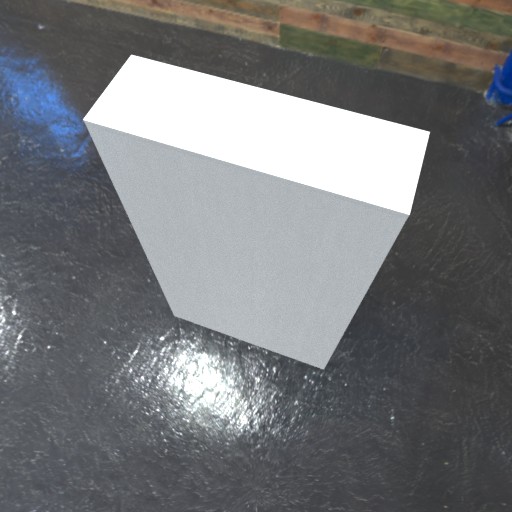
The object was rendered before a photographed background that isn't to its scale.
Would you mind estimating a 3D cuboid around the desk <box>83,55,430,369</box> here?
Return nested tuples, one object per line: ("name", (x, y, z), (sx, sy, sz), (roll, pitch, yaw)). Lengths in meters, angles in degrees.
("desk", (0.000, 0.000, 1.571), (0.750, 1.280, 0.250), (18, 63, 9))
